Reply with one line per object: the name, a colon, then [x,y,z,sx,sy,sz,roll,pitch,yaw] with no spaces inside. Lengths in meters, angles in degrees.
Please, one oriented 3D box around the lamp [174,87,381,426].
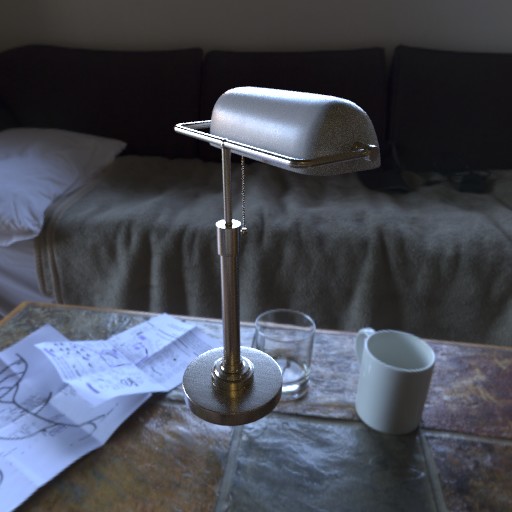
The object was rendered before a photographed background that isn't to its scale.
lamp: [0.000,0.000,0.582,0.227,0.404,0.269,-18,31,-32]
